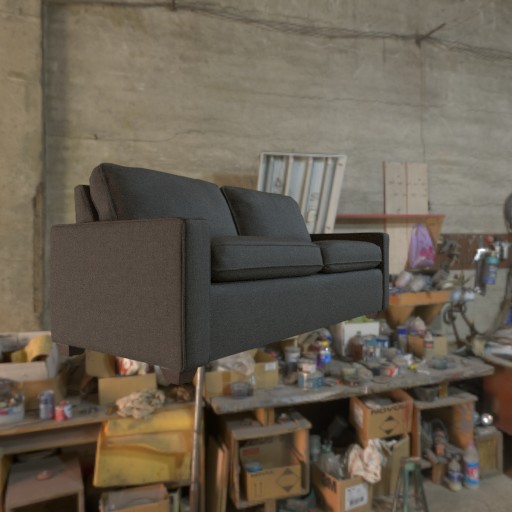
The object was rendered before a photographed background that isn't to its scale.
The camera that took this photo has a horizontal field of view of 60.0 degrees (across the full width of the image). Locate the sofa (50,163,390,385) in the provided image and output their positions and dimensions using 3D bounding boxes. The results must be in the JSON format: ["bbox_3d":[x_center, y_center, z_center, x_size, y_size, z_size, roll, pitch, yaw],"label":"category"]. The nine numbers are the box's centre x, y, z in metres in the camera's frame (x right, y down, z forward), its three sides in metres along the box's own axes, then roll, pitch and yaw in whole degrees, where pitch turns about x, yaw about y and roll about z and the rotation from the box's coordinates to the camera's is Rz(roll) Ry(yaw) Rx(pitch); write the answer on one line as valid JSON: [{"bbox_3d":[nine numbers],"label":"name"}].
[{"bbox_3d":[0.000,0.000,2.628,0.940,0.919,2.080,1,1,36],"label":"sofa"}]
